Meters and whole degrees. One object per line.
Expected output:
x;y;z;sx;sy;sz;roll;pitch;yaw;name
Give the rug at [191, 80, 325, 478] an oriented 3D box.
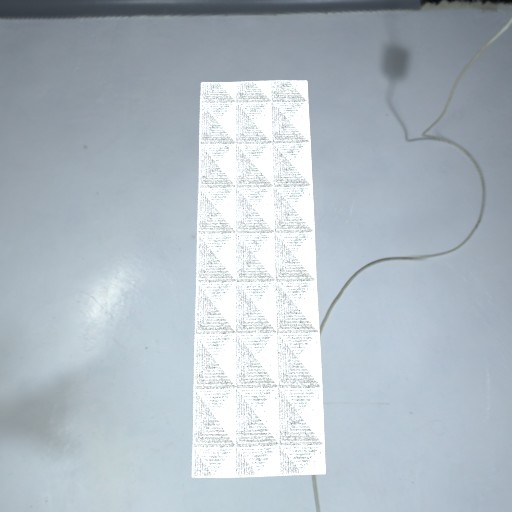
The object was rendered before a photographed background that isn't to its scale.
0.000;0.000;2.391;0.645;0.015;2.182;-1;75;0;rug
